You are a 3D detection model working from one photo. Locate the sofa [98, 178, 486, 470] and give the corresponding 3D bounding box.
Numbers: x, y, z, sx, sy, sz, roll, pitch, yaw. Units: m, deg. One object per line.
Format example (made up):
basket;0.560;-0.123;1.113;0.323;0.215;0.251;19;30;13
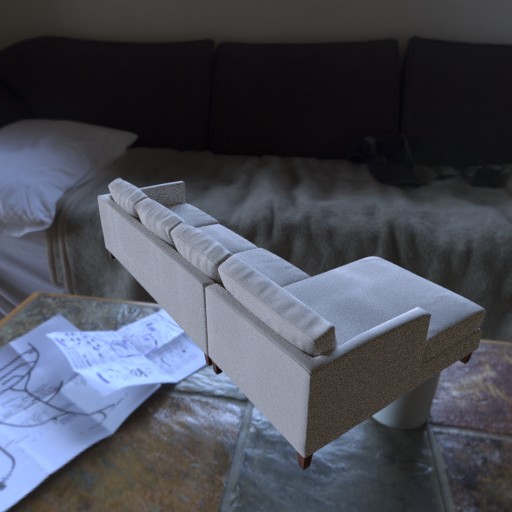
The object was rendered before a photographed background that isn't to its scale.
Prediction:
sofa;0.000;0.000;3.737;1.625;0.861;3.186;-17;31;-31
